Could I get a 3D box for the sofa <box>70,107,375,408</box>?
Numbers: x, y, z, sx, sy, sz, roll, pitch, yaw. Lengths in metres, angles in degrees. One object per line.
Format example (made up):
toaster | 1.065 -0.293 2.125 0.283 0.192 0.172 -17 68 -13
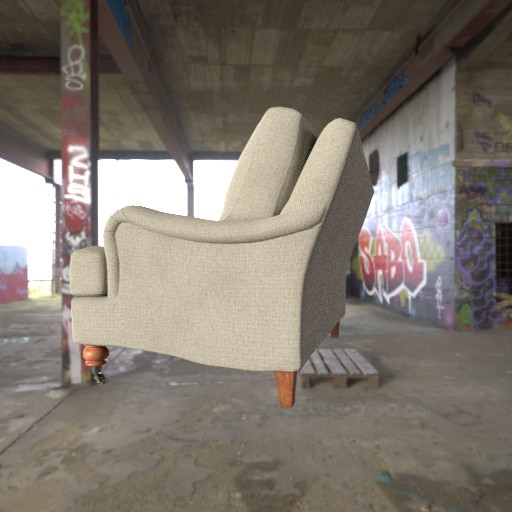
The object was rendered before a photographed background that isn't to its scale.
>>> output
sofa | 0.000 0.000 2.191 1.087 0.999 1.480 0 0 17
